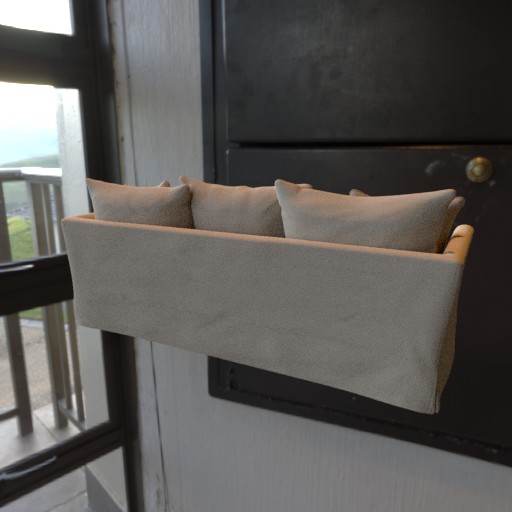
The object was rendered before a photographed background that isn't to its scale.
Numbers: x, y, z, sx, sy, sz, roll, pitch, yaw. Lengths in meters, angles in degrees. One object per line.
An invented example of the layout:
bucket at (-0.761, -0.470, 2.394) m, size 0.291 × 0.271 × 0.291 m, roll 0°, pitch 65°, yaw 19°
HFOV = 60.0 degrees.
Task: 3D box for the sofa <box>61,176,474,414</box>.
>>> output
sofa at (0.000, 0.000, 2.903) m, size 2.499 × 1.047 × 1.046 m, roll 7°, pitch 15°, yaw 27°
